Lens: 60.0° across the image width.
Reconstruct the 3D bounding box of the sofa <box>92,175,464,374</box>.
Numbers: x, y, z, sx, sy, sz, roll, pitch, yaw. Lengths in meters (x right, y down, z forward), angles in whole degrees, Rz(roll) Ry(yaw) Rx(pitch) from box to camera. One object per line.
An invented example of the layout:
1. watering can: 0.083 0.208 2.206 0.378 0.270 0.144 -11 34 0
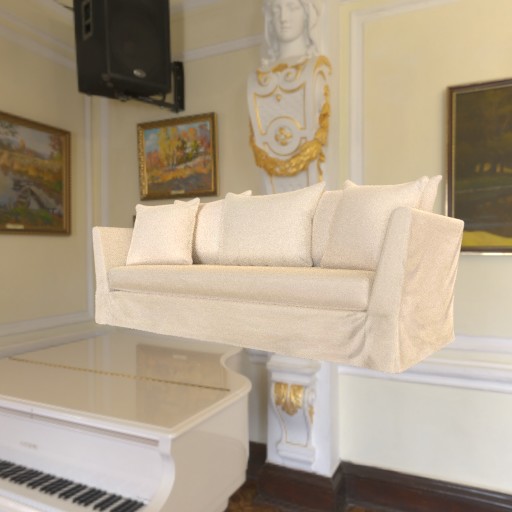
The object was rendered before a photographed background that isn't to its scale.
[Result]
1. sofa: 0.000 0.000 3.092 2.484 1.042 1.030 0 0 38
